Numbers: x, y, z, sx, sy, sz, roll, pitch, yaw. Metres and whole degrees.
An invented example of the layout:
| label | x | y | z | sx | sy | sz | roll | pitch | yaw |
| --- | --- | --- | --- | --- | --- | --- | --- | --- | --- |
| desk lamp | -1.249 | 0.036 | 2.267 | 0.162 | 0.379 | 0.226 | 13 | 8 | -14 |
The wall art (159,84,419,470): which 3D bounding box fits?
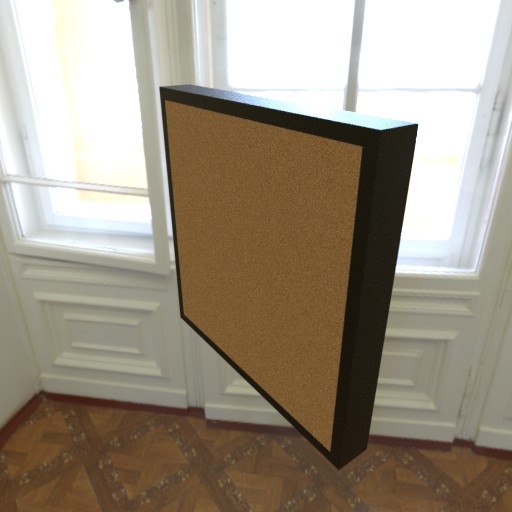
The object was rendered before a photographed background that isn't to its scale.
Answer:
| label | x | y | z | sx | sy | sz | roll | pitch | yaw |
| --- | --- | --- | --- | --- | --- | --- | --- | --- | --- |
| wall art | 0.000 | 0.000 | 0.454 | 0.038 | 0.304 | 0.304 | -19 | 32 | -32 |
